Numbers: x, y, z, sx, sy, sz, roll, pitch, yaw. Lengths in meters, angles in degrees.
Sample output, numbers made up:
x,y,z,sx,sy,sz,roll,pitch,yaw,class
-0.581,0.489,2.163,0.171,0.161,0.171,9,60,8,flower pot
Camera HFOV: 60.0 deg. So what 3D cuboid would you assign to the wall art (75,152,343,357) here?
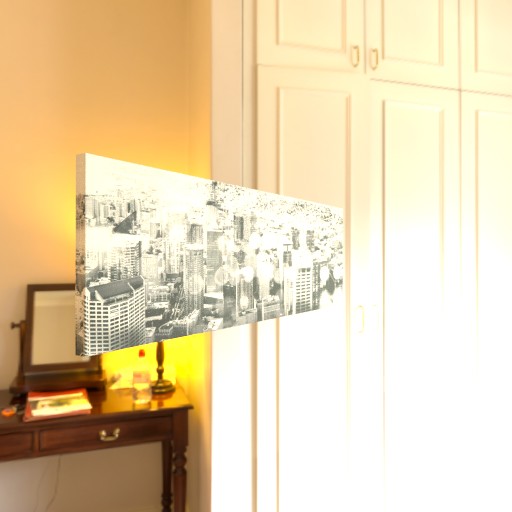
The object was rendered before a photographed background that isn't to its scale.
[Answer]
x,y,z,sx,sy,sz,roll,pitch,yaw,class
0.000,0.000,1.729,0.044,0.507,1.520,0,0,35,wall art
